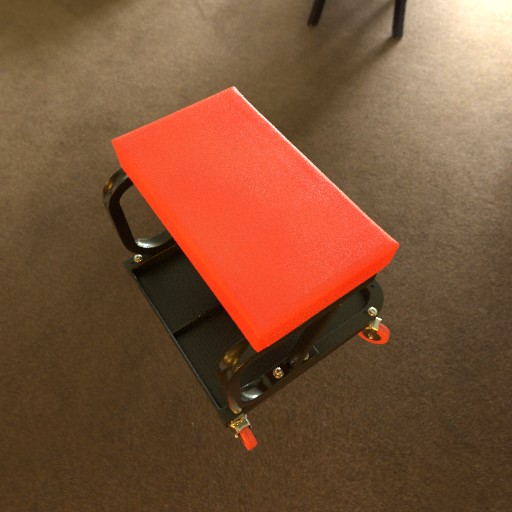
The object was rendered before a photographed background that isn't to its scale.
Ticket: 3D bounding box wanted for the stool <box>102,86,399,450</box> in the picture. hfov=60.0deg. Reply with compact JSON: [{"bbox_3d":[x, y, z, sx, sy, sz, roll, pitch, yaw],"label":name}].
[{"bbox_3d":[0.000,0.000,0.749,0.371,0.380,0.446,-31,63,-18],"label":"stool"}]
